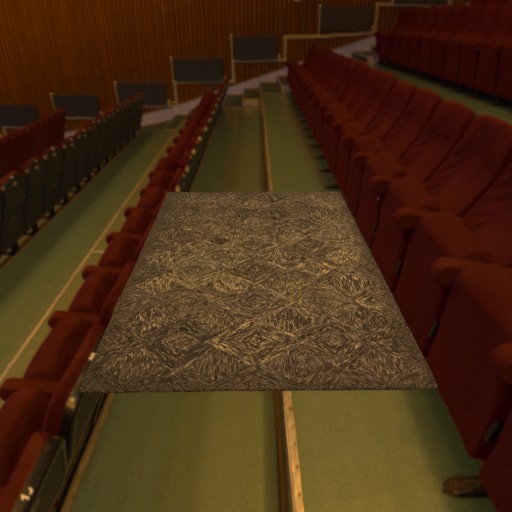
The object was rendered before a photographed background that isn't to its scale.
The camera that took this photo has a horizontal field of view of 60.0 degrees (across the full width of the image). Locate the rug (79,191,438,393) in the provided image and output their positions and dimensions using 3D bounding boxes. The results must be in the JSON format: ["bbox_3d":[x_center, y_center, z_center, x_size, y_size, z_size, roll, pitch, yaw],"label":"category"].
[{"bbox_3d":[0.000,0.000,2.159,1.139,0.010,1.754,0,29,-1],"label":"rug"}]
